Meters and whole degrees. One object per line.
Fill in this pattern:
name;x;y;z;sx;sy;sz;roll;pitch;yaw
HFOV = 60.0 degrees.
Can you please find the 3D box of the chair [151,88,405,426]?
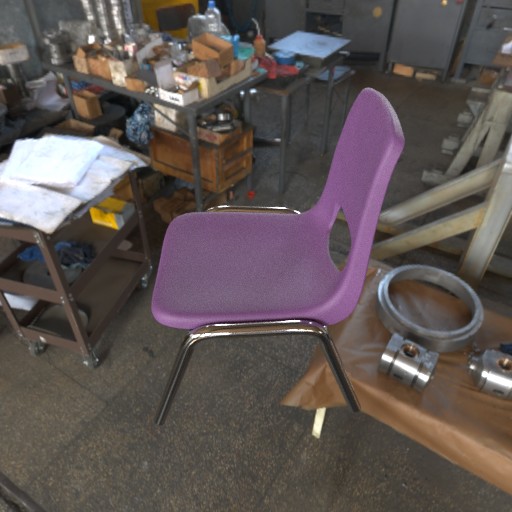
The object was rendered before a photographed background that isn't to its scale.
chair;0.000;0.000;0.828;0.419;0.584;0.356;-1;41;-1
